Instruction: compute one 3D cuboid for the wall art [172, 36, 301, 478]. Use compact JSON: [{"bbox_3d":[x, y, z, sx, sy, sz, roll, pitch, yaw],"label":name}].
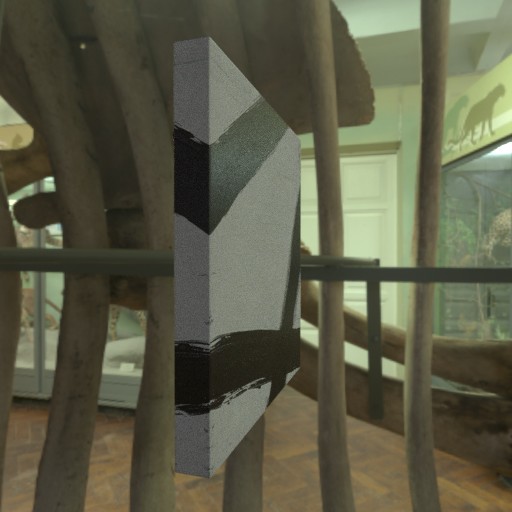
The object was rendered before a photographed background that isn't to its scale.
[{"bbox_3d":[0.000,0.000,0.754,0.050,0.508,0.507,0,1,18],"label":"wall art"}]
